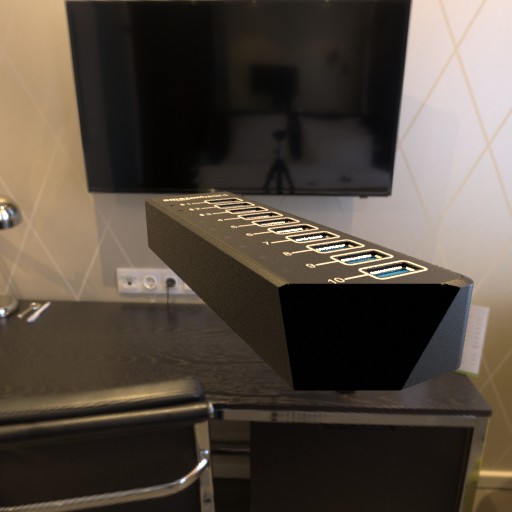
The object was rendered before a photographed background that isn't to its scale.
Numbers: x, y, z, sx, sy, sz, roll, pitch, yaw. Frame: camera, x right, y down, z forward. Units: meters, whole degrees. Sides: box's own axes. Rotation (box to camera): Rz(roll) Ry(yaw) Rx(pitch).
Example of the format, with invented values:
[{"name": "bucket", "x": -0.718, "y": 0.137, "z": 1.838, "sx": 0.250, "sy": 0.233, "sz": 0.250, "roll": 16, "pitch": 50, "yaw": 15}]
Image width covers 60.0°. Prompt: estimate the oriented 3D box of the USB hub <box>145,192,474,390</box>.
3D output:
[{"name": "USB hub", "x": 0.000, "y": 0.000, "z": 0.158, "sx": 0.044, "sy": 0.023, "sz": 0.145, "roll": -9, "pitch": 19, "yaw": -26}]
